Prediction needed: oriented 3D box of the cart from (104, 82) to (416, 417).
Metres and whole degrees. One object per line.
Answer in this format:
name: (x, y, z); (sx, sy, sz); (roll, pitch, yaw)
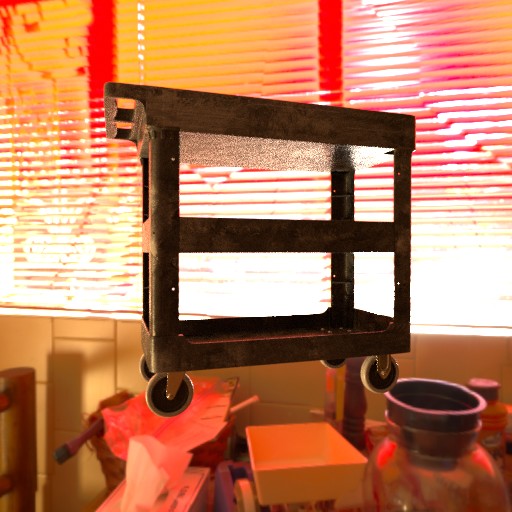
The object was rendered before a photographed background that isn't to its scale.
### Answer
cart: (0.000, 0.000, 1.364); (0.877, 0.824, 0.420); (0, 1, -18)
